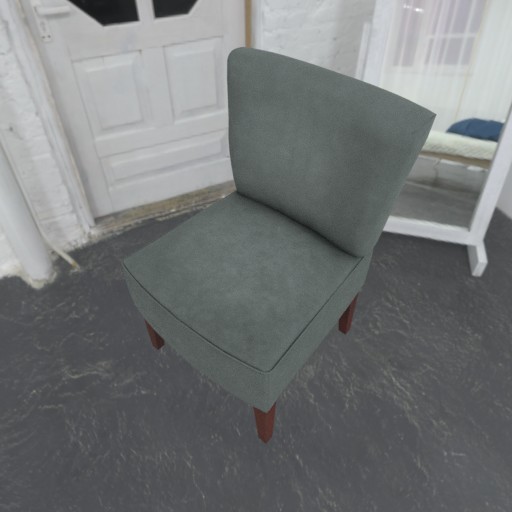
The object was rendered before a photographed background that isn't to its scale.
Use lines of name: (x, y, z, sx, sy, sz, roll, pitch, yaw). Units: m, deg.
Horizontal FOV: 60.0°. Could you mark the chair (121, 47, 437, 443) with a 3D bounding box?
chair: (0.000, 0.000, 1.152, 0.521, 0.806, 0.554, 32, 54, 27)
